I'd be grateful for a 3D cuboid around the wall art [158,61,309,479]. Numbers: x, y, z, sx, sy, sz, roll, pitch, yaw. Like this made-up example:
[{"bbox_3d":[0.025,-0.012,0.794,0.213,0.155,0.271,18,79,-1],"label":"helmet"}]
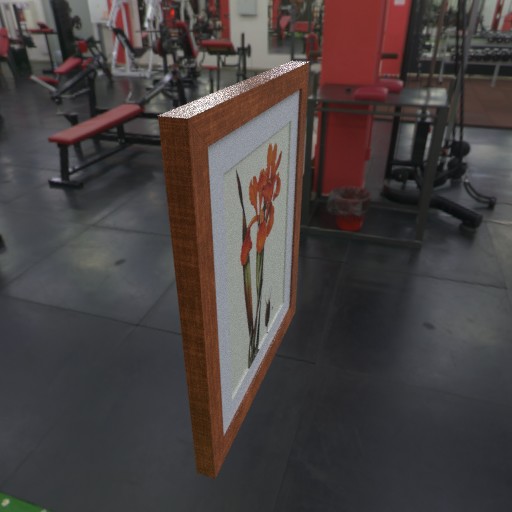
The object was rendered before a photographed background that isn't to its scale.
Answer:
[{"bbox_3d":[0.000,0.000,0.763,0.033,0.567,0.467,11,32,17],"label":"wall art"}]
